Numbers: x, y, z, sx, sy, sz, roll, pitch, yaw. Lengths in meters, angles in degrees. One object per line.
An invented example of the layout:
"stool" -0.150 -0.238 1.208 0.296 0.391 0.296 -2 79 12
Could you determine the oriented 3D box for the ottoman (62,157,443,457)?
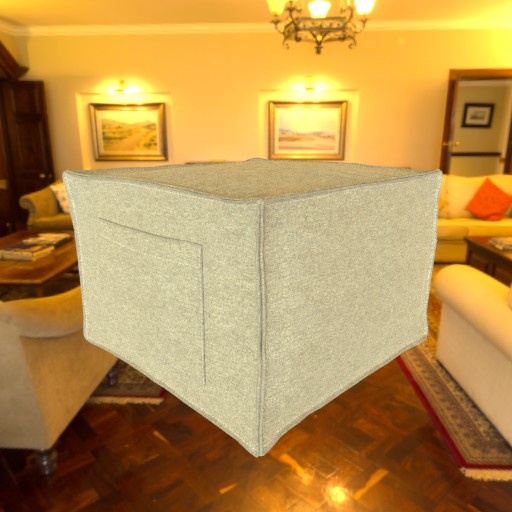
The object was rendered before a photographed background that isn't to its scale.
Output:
"ottoman" 0.000 0.000 1.152 0.707 0.470 0.696 14 21 42
